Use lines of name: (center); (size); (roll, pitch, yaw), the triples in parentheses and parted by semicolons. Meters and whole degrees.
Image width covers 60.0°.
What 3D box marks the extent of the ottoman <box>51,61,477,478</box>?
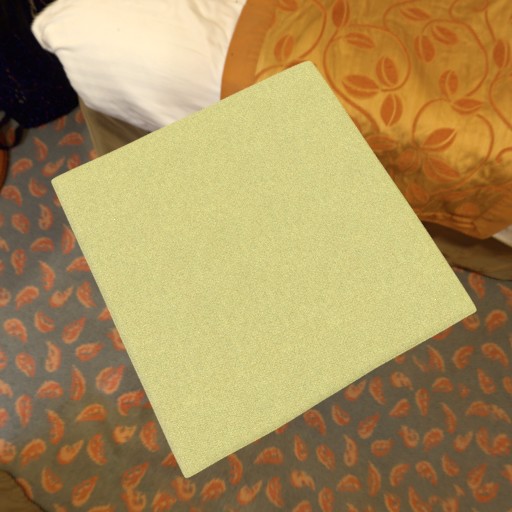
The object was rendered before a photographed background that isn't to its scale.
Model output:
ottoman: (0.000, 0.000, 1.508); (0.968, 0.379, 1.004); (-27, 76, -7)
